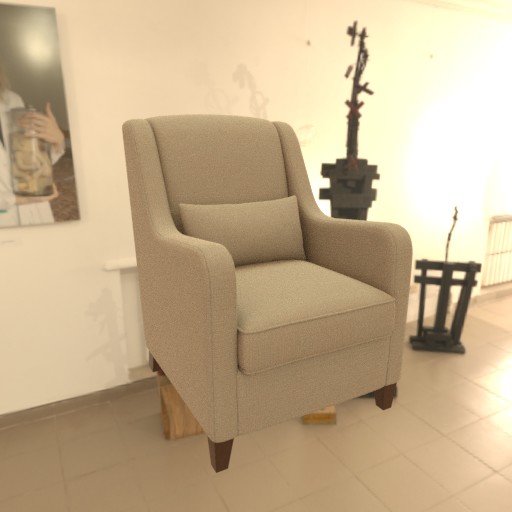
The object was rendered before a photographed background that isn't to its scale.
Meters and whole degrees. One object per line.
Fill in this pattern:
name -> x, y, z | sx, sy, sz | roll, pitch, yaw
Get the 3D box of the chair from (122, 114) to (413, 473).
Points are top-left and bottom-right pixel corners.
chair -> 0.000, 0.000, 1.618 | 0.715, 1.017, 0.896 | -8, 17, -27
